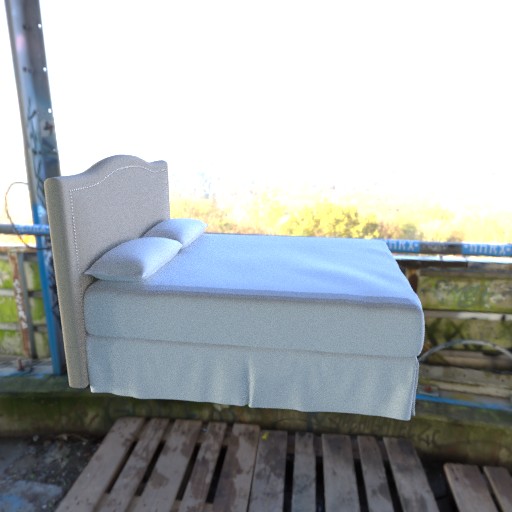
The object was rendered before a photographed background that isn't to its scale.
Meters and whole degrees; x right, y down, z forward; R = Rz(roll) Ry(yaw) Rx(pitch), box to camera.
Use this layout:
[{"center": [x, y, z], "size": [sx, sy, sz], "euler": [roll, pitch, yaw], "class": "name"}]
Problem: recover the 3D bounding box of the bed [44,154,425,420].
[{"center": [0.000, 0.000, 3.148], "size": [2.052, 1.398, 1.678], "euler": [2, 16, 8], "class": "bed"}]
